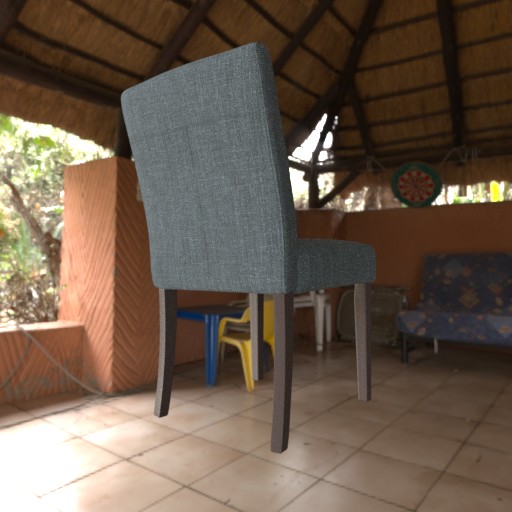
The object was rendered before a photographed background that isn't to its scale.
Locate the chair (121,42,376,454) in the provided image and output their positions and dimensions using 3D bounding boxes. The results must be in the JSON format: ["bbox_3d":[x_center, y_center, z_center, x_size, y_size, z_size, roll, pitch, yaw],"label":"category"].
[{"bbox_3d":[0.000,0.000,1.257,0.487,0.884,0.629,-1,-1,36],"label":"chair"}]
